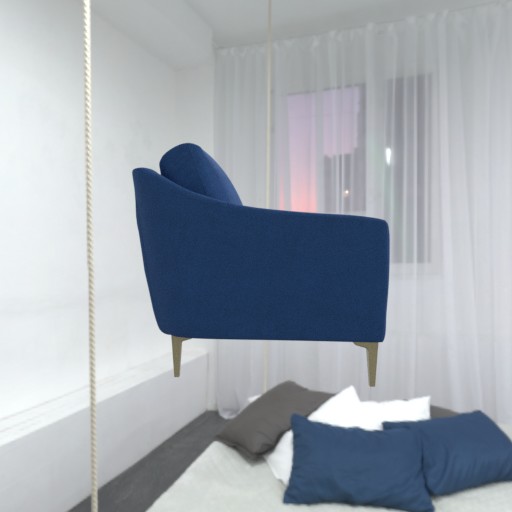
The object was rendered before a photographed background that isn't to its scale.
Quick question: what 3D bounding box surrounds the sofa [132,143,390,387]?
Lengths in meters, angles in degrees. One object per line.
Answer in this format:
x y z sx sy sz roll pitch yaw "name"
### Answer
0.000 0.000 2.536 0.960 0.903 2.036 0 1 0 "sofa"
